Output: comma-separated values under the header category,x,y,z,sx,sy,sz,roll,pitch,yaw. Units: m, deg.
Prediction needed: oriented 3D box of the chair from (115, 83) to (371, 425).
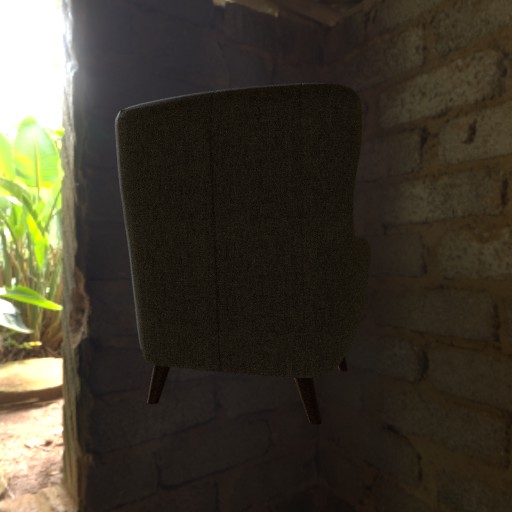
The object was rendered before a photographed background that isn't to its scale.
category,x,y,z,sx,sy,sz,roll,pitch,yaw
chair,0.000,0.000,1.786,0.878,1.063,0.904,0,0,19
